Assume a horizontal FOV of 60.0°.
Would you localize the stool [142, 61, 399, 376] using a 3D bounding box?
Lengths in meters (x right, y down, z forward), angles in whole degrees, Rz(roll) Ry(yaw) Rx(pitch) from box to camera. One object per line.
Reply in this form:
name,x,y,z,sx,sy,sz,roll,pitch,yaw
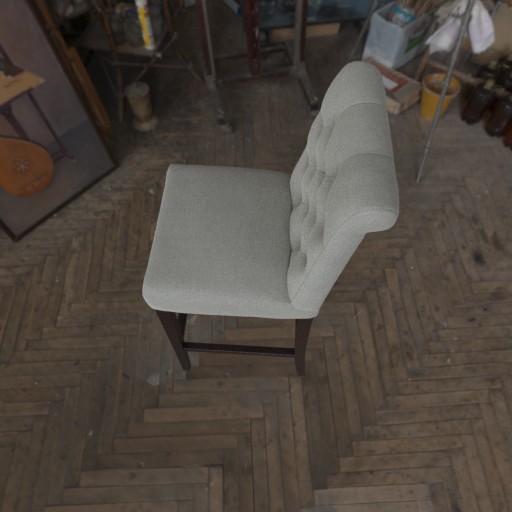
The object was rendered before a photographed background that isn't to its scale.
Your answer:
stool,0.000,0.000,1.443,0.601,1.140,0.493,3,59,2
